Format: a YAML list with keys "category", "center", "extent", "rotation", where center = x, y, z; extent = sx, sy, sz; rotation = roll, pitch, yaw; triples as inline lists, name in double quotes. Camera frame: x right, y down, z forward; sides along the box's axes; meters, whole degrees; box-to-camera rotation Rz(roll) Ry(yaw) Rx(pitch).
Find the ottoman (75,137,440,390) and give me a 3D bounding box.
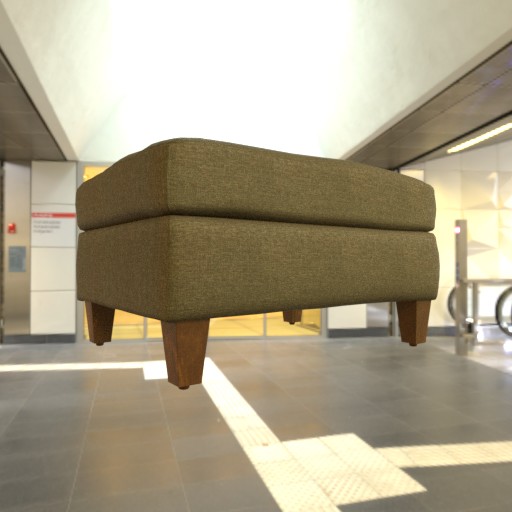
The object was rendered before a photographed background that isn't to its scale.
- category: "ottoman"
  center: [0.000, 0.000, 1.224]
  extent: [0.826, 0.496, 0.639]
  rotation: [1, -1, -36]
